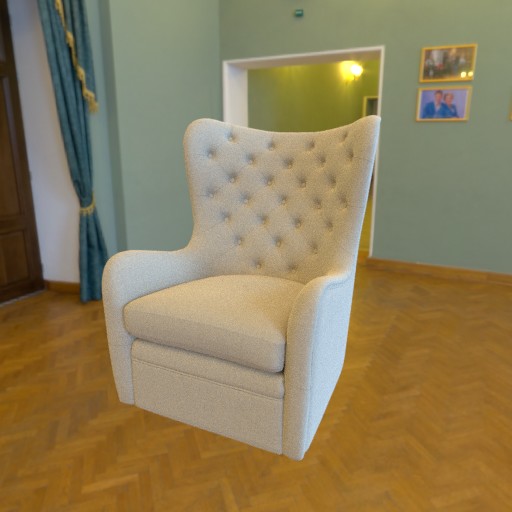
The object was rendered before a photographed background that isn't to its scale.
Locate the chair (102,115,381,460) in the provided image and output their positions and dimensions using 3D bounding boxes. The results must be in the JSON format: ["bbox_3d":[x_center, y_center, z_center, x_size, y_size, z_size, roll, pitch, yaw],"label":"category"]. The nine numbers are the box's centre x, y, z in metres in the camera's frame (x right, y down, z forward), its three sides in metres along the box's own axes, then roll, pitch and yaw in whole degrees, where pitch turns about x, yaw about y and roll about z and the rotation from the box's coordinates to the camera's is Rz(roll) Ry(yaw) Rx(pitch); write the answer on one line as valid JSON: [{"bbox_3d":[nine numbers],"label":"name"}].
[{"bbox_3d":[0.000,0.000,1.772,0.831,1.079,0.929,7,17,25],"label":"chair"}]
